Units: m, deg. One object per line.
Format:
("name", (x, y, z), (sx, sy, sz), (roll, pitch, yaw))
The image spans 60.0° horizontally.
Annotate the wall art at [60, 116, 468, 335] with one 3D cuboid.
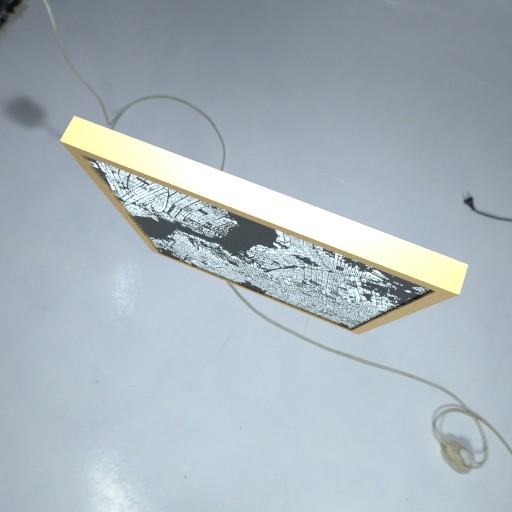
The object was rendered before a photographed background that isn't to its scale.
("wall art", (0.000, 0.000, 1.951), (1.284, 1.284, 0.095), (22, 76, 6))
